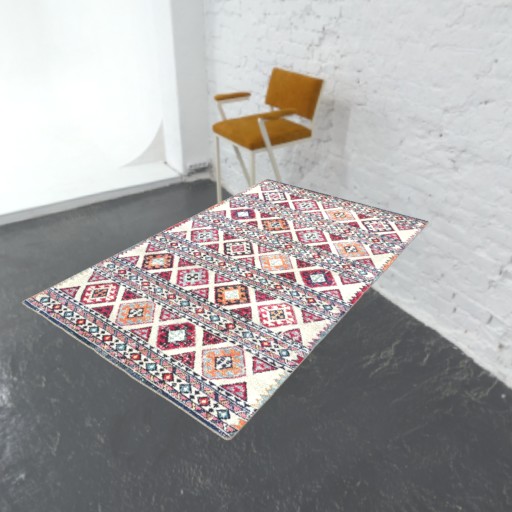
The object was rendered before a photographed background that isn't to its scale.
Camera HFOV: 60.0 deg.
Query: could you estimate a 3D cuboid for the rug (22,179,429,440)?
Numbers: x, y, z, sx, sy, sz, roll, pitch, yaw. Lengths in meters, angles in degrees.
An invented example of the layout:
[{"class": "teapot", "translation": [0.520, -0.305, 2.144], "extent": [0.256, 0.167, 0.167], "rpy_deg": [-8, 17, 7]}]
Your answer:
[{"class": "rug", "translation": [0.000, 0.000, 2.979], "extent": [1.545, 0.010, 2.440], "rpy_deg": [21, 36, 31]}]
